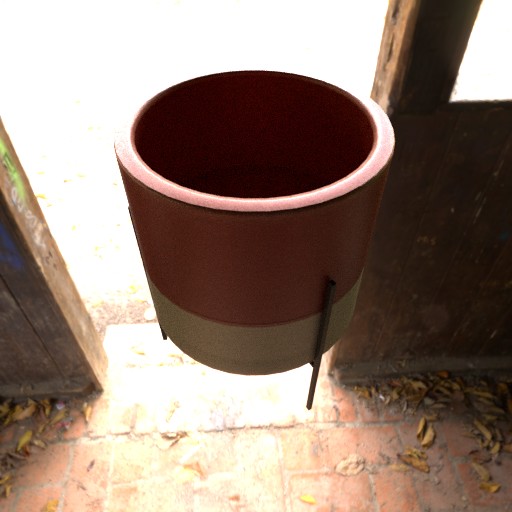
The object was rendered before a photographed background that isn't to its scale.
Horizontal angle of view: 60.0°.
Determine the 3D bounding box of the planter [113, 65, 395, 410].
[{"bbox_3d":[0.000,0.000,0.711,0.345,0.465,0.354,-24,51,-22],"label":"planter"}]
